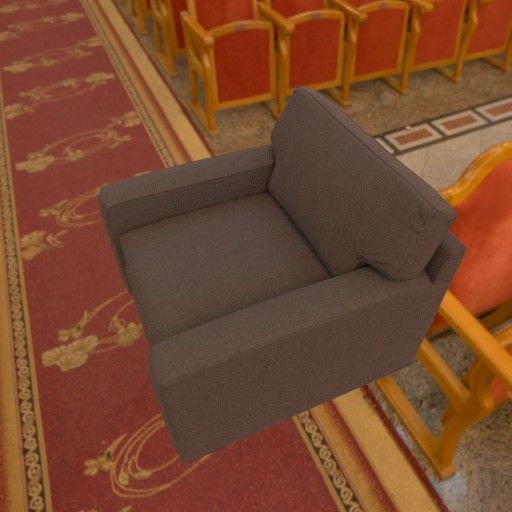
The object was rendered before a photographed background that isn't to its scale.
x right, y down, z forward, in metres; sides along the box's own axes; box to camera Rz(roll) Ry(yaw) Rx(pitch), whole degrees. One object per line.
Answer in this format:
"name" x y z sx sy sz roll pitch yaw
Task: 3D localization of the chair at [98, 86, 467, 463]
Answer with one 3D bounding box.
"chair" 0.000 0.000 1.772 1.043 0.913 0.997 -17 48 -16
